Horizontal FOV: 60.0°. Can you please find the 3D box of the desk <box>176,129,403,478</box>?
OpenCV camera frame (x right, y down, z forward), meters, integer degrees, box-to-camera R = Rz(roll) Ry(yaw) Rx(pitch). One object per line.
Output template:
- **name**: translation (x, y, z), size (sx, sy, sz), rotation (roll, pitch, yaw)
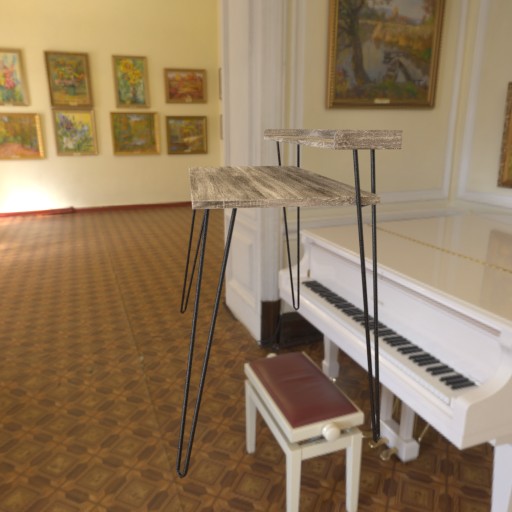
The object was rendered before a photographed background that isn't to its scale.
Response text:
- **desk**: translation (0.000, 0.000, 1.639), size (0.605, 0.899, 1.135), rotation (-2, 16, -8)
